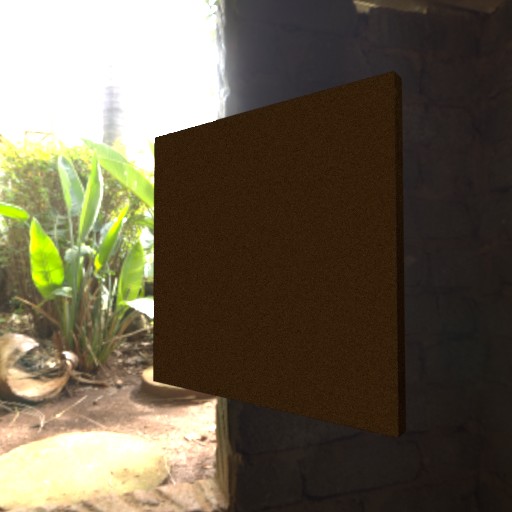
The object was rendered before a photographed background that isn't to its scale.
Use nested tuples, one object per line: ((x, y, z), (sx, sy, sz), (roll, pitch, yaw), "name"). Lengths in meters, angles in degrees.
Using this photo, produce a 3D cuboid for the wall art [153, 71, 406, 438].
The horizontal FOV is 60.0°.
((0.000, 0.000, 0.925), (0.611, 0.608, 0.042), (-1, -1, 37), "wall art")
